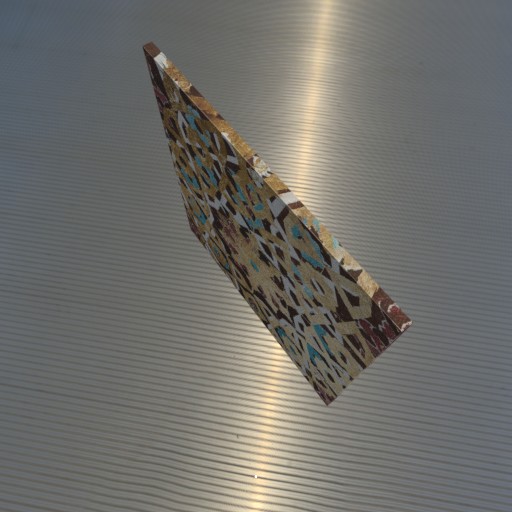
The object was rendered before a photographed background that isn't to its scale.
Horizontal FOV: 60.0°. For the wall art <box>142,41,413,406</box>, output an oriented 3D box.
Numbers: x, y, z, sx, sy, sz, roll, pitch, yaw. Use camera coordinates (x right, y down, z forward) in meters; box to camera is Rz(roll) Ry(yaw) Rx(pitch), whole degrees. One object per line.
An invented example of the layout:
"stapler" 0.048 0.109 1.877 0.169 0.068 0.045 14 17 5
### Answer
"wall art" 0.000 0.000 1.126 0.028 0.762 0.757 -33 68 -15
